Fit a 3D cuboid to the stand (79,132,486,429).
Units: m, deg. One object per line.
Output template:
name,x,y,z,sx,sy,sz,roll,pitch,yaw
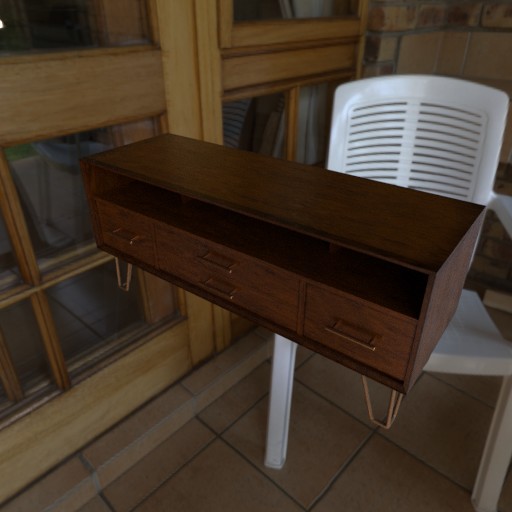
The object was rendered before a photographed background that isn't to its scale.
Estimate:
stand,0.000,0.000,1.676,1.372,0.610,0.481,21,36,31
